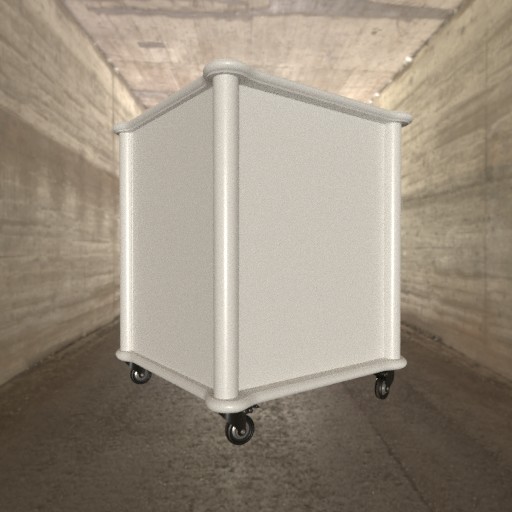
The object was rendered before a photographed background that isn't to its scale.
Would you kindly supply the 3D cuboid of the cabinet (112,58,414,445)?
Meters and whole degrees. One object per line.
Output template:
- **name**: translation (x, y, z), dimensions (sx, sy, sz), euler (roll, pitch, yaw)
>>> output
- **cabinet**: translation (0.000, 0.000, 1.250), dimensions (0.627, 0.761, 0.628), euler (0, 1, -37)
